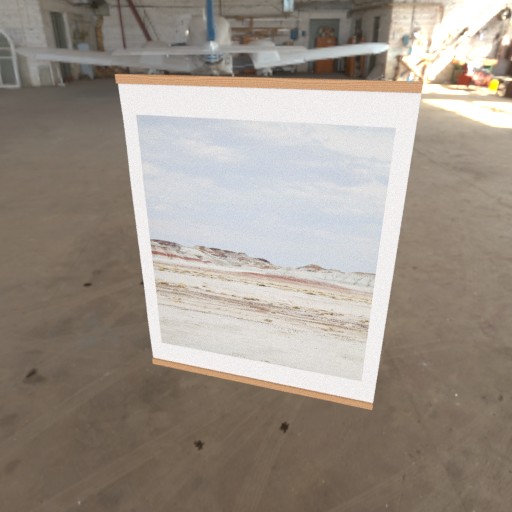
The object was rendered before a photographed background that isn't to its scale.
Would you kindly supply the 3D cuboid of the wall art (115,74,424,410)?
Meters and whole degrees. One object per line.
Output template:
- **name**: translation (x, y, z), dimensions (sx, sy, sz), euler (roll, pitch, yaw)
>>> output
- **wall art**: translation (0.000, 0.000, 0.677), dimensions (0.404, 0.507, 0.010), euler (8, 27, 15)
